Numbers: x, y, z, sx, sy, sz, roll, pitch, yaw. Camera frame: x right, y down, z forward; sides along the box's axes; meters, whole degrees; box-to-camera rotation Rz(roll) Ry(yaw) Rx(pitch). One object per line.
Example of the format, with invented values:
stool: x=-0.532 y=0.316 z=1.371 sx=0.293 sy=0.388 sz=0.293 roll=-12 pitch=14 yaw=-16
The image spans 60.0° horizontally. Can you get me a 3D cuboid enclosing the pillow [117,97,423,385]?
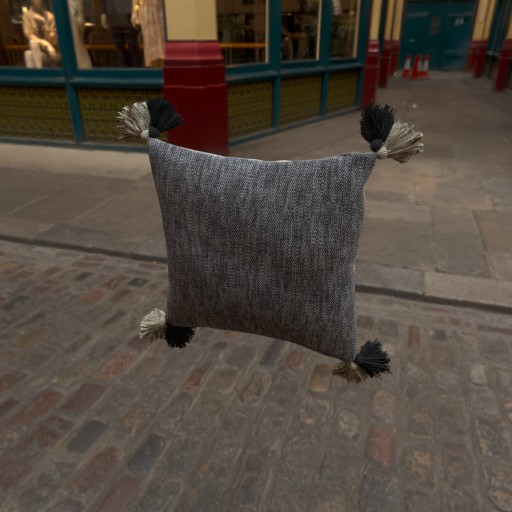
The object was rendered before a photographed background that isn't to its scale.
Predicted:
pillow: x=0.000 y=0.000 z=0.980 sx=0.654 sy=0.659 sz=0.170 roll=8 pitch=28 yaw=15
